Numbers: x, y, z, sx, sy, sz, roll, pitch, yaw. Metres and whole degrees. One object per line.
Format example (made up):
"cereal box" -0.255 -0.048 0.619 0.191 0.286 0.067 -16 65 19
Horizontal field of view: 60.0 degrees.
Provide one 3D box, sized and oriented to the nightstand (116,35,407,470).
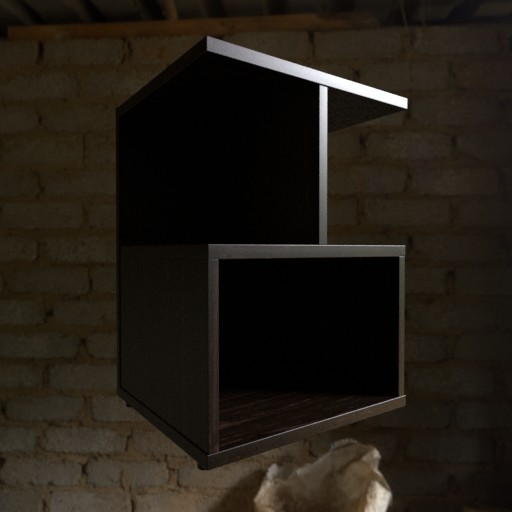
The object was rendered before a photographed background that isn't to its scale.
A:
"nightstand" 0.000 0.000 0.813 0.400 0.559 0.356 -1 1 -35
